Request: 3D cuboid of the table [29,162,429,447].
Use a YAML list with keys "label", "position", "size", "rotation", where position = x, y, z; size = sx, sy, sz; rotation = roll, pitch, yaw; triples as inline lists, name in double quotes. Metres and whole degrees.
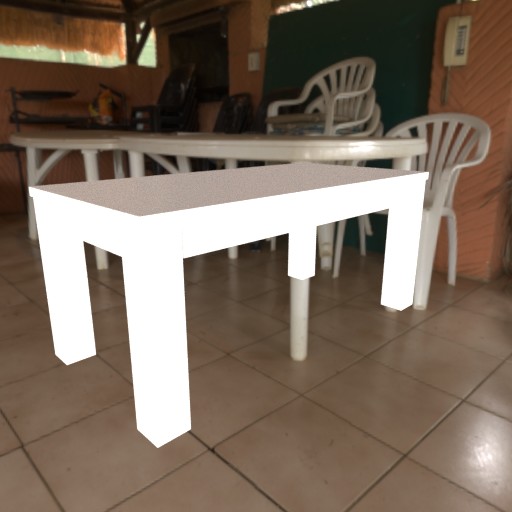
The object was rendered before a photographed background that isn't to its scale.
- label: "table"
  position: [0.000, 0.000, 2.273]
  size: [1.800, 0.790, 0.900]
  rotation: [-15, 22, -42]
